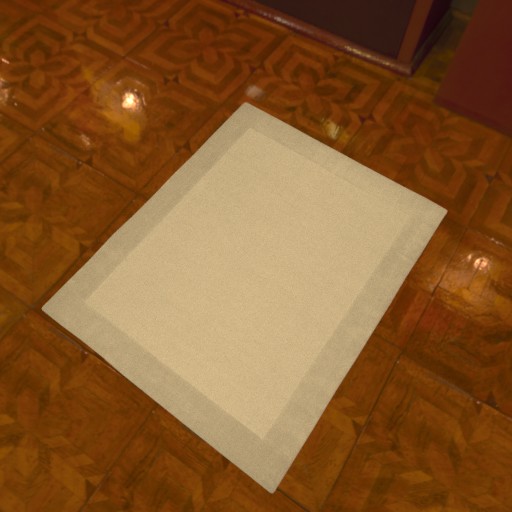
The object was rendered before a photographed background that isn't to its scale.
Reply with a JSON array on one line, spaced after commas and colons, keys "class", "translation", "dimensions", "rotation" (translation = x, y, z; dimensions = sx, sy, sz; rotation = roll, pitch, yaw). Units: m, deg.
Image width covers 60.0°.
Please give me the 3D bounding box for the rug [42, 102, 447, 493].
[{"class": "rug", "translation": [0.000, 0.000, 4.032], "dimensions": [2.430, 0.018, 2.976], "rotation": [33, 67, 15]}]
